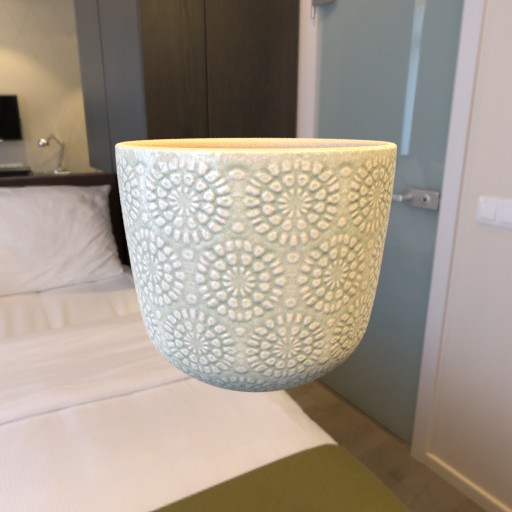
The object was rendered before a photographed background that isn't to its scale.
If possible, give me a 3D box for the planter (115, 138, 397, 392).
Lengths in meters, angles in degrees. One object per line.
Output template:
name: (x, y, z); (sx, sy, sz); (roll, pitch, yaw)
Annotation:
planter: (0.000, 0.000, 0.218); (0.124, 0.109, 0.124); (0, 16, 0)
